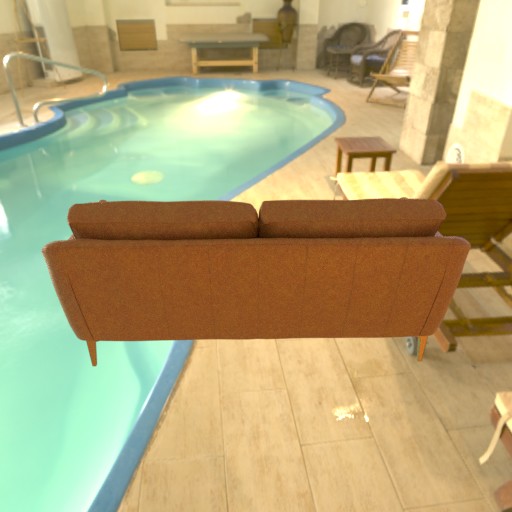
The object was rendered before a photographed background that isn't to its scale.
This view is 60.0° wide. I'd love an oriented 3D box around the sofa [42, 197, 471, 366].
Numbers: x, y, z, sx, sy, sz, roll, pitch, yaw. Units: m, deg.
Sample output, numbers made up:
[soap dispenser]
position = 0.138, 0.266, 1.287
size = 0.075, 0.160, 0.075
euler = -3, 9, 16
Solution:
[sofa]
position = 0.000, 0.000, 2.537
size = 2.036, 0.945, 0.981
euler = -1, 31, -1
